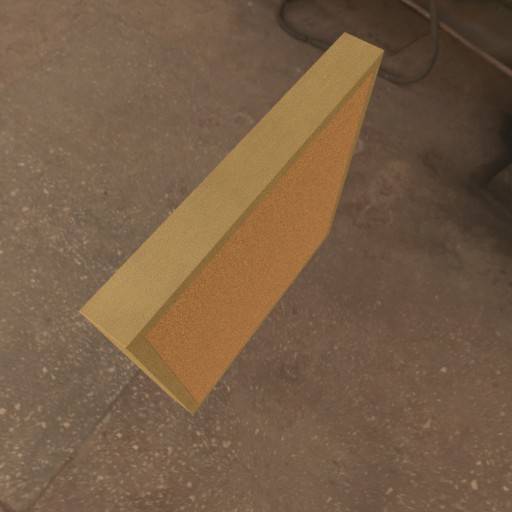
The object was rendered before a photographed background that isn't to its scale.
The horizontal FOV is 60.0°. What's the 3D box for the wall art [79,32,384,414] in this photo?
[{"bbox_3d":[0.000,0.000,0.448,0.038,0.305,0.305,33,68,15],"label":"wall art"}]
